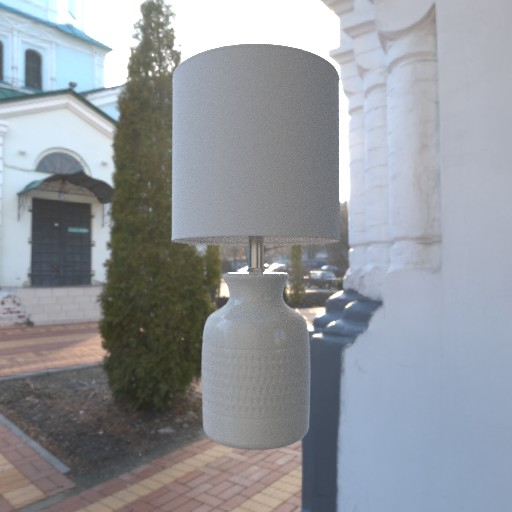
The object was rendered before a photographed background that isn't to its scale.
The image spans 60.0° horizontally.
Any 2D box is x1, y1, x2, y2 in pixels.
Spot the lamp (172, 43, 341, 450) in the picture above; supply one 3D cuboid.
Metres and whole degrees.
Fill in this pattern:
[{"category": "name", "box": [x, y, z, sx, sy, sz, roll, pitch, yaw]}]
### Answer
[{"category": "lamp", "box": [0.000, 0.000, 0.501, 0.188, 0.392, 0.188, 1, -2, -35]}]
